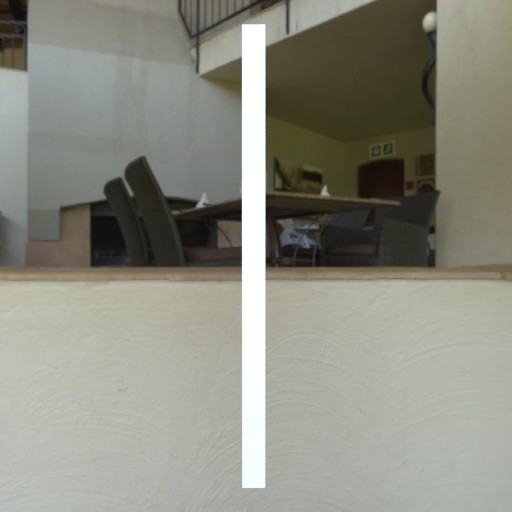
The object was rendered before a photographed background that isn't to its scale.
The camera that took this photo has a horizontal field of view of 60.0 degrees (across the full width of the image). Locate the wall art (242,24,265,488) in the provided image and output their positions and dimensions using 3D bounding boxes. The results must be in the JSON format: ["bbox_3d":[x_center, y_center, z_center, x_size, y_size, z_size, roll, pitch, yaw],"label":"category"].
[{"bbox_3d":[0.000,0.000,1.110,0.038,0.762,0.762,0,0,1],"label":"wall art"}]
